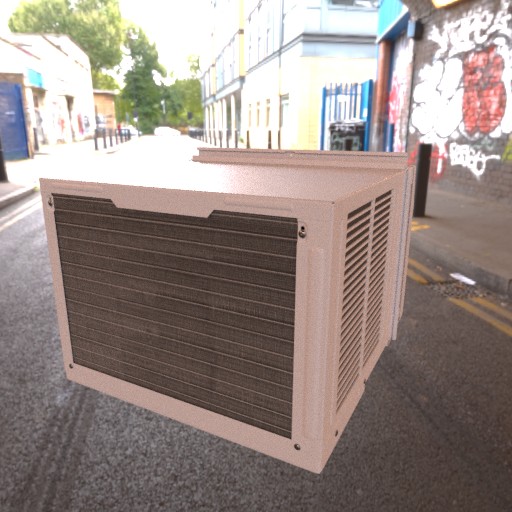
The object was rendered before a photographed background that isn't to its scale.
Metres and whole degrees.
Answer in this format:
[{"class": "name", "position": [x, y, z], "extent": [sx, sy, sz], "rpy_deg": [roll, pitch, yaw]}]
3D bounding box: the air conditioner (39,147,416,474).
[{"class": "air conditioner", "position": [0.000, 0.000, 0.858], "extent": [0.503, 0.388, 0.546], "rpy_deg": [9, 18, 27]}]
